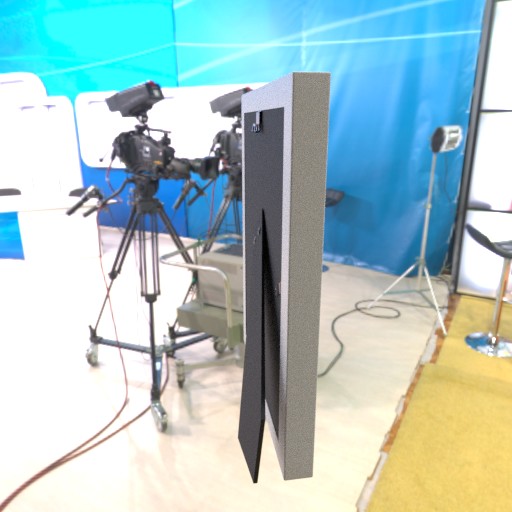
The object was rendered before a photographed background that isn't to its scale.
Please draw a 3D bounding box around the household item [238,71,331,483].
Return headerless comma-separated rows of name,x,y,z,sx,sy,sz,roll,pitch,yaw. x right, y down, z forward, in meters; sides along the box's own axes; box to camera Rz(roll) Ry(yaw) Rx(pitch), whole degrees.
household item,0.000,0.000,0.349,0.045,0.250,0.200,-3,17,-9
